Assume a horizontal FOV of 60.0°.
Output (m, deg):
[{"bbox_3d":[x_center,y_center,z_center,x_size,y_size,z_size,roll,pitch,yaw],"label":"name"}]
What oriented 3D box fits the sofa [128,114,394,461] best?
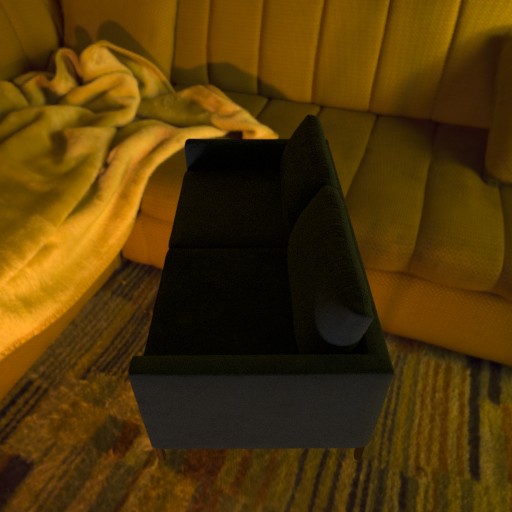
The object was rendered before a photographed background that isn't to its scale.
[{"bbox_3d":[0.000,0.000,2.151,0.875,0.817,1.676,0,41,0],"label":"sofa"}]
